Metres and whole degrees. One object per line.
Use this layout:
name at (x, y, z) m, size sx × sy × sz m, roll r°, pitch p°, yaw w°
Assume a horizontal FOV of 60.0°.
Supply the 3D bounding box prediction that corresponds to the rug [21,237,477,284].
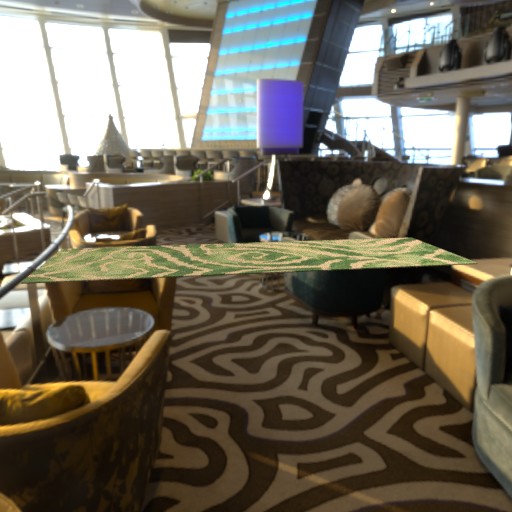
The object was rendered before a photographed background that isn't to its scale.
rug at (0.000, 0.000, 2.703) m, size 2.438 × 0.006 × 0.761 m, roll -2°, pitch 14°, yaw -9°
